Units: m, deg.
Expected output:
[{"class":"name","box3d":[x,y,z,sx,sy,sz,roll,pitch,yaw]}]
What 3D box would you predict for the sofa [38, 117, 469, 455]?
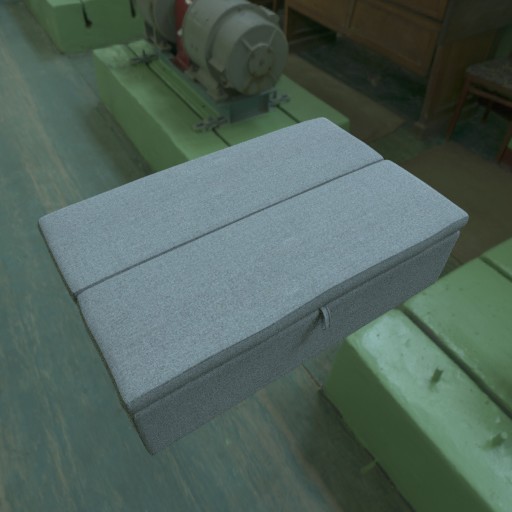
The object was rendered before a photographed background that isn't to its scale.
[{"class":"sofa","box3d":[0.000,0.000,1.618,1.250,0.434,0.817,-25,52,-22]}]
